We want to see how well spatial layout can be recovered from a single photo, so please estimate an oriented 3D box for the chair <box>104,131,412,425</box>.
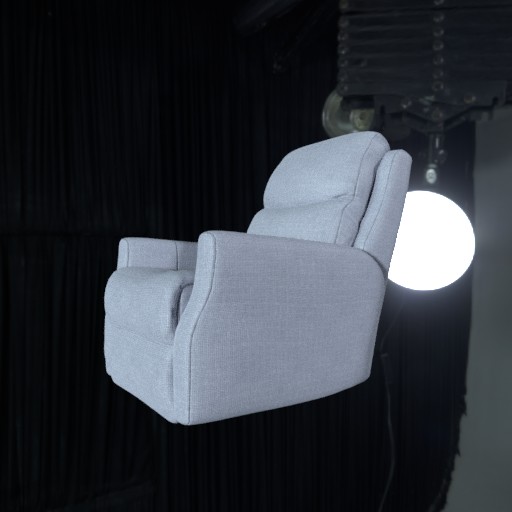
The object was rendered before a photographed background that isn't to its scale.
[{"bbox_3d":[0.000,0.000,1.776,1.080,1.030,0.829,0,0,-36],"label":"chair"}]
